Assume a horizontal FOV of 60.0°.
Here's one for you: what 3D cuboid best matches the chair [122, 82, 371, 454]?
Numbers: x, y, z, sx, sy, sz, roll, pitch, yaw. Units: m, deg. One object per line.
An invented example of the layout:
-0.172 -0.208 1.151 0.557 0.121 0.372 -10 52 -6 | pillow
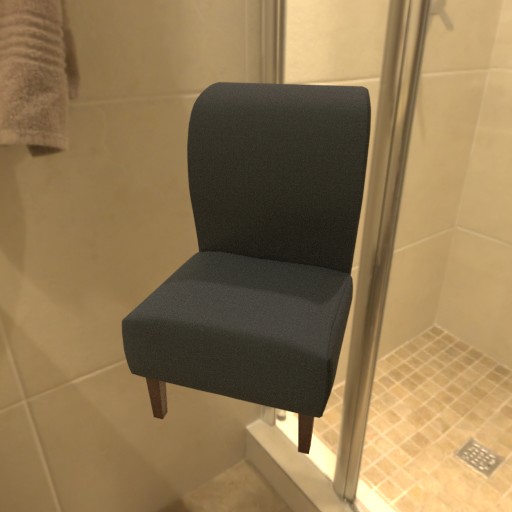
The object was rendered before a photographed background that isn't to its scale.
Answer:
0.000 0.000 1.172 0.513 0.804 0.592 7 27 15 | chair
